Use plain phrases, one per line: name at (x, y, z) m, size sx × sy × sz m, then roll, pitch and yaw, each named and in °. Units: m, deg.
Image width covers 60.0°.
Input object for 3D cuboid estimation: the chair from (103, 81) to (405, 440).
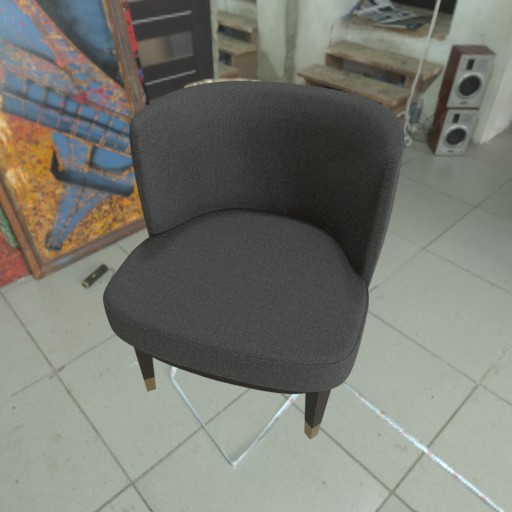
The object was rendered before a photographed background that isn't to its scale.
chair at (0.000, 0.000, 1.197) m, size 0.639 × 0.695 × 0.698 m, roll 12°, pitch 41°, yaw 13°
